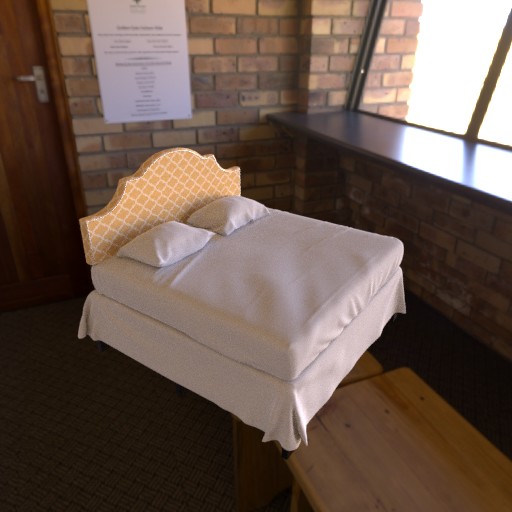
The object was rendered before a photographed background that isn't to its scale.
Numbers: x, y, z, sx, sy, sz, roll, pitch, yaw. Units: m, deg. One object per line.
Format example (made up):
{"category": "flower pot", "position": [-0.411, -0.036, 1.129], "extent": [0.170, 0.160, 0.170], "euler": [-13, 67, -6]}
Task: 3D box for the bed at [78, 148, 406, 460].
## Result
{"category": "bed", "position": [0.000, 0.000, 3.841], "extent": [2.222, 1.601, 2.314], "euler": [17, 31, 32]}
